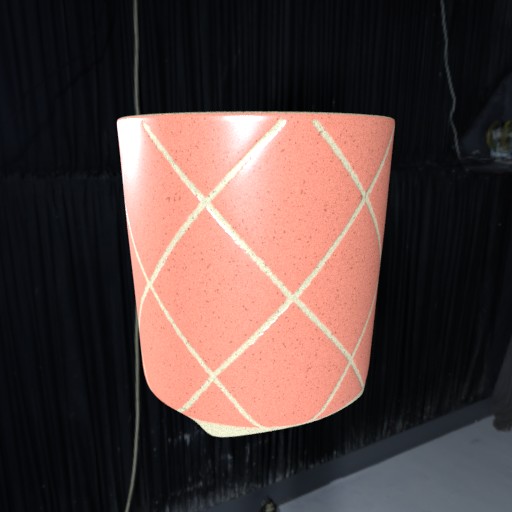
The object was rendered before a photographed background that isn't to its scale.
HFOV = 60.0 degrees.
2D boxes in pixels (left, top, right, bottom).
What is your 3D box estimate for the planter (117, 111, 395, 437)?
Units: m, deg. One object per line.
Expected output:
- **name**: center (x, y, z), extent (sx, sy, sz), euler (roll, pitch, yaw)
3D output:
- **planter**: center (0.000, 0.000, 0.341), extent (0.191, 0.200, 0.191), euler (0, 14, 0)
